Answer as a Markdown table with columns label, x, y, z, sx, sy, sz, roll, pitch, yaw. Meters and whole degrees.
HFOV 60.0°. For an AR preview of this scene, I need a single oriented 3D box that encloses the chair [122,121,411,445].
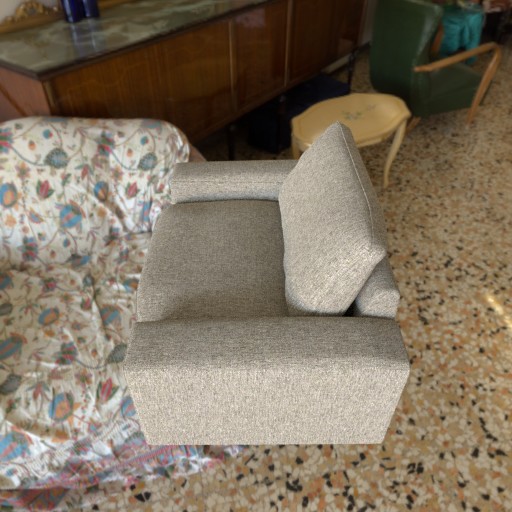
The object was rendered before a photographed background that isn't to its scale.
| label | x | y | z | sx | sy | sz | roll | pitch | yaw |
| --- | --- | --- | --- | --- | --- | --- | --- | --- | --- |
| chair | 0.000 | 0.000 | 2.070 | 1.039 | 0.915 | 1.398 | 0 | 41 | 0 |
